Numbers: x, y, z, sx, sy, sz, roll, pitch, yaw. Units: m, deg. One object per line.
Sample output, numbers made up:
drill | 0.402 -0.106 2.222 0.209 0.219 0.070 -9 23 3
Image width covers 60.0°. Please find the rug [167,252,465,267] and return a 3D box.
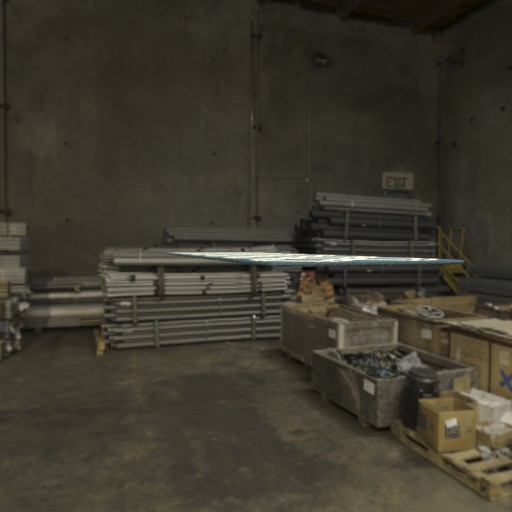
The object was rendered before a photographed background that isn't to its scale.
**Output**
rug | 0.000 0.000 2.415 0.678 0.014 2.276 0 1 -19
